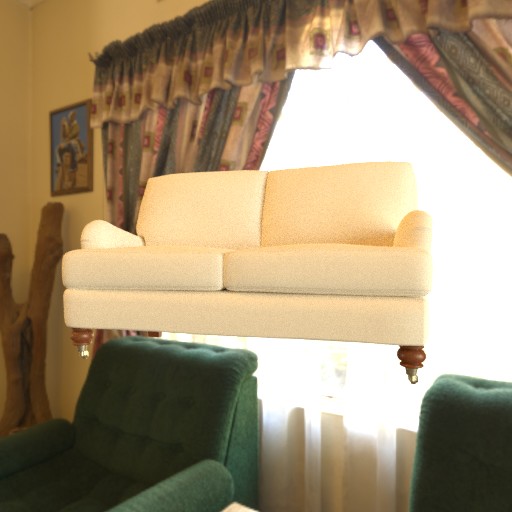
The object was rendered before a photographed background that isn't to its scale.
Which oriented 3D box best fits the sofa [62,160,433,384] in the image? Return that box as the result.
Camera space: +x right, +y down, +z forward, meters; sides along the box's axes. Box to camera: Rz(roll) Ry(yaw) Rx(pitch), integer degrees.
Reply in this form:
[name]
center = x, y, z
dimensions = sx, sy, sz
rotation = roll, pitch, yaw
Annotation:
[sofa]
center = 0.000, 0.000, 2.517
dimensions = 1.853, 1.101, 1.084
rotation = 0, -1, 17
